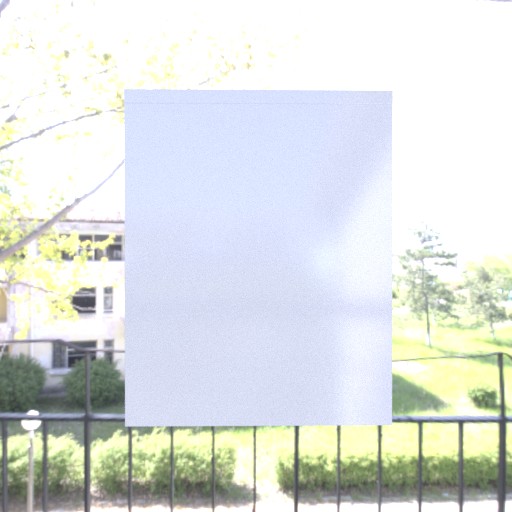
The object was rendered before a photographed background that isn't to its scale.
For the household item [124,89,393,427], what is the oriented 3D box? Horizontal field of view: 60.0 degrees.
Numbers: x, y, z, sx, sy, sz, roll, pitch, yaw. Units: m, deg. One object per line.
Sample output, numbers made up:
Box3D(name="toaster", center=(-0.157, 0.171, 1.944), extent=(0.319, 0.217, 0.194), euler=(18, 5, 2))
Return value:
Box3D(name="household item", center=(0.000, 0.000, 1.535), extent=(0.597, 0.749, 1.100), euler=(0, 1, -1))
